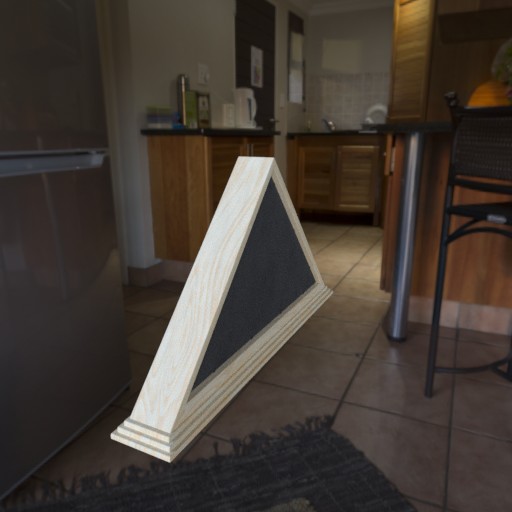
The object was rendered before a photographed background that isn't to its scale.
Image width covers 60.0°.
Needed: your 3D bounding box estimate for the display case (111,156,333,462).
[{"bbox_3d":[0.000,0.000,0.779,0.095,0.340,0.640,8,18,26],"label":"display case"}]
